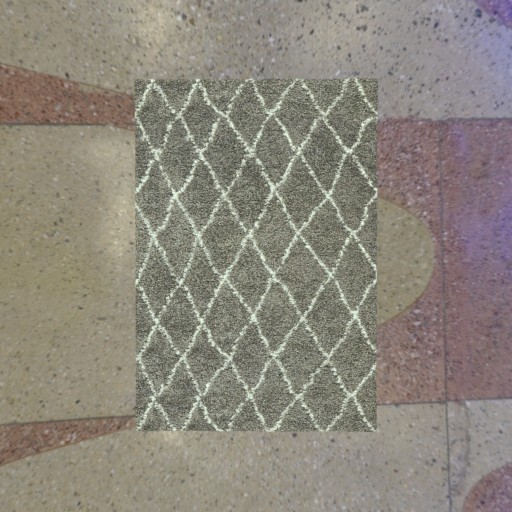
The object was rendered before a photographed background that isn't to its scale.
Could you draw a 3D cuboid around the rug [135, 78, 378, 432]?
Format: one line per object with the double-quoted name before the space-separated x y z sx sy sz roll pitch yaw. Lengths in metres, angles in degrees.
"rug" 0.000 0.000 2.237 1.219 0.030 1.778 0 91 0
